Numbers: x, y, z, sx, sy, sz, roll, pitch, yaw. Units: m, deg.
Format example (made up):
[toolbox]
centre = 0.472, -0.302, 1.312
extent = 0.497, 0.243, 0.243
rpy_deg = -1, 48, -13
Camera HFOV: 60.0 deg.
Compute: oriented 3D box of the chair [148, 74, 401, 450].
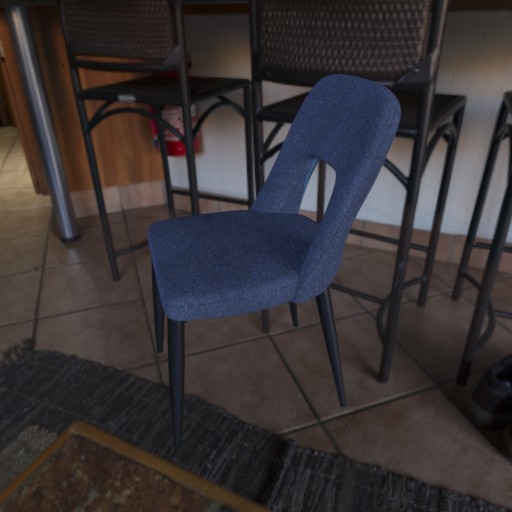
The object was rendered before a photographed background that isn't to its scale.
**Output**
[chair]
centre = 0.000, 0.000, 1.268
extent = 0.612, 0.931, 0.470
rpy_deg = -9, 31, -15
